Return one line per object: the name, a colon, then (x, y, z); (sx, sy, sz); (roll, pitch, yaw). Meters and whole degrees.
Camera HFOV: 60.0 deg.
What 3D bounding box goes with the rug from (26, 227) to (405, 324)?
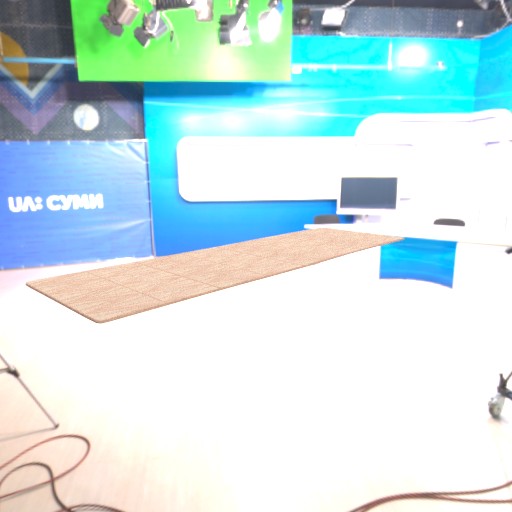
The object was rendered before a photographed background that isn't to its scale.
rug: (0.000, 0.000, 2.727); (0.760, 0.015, 2.435); (12, 17, 43)
